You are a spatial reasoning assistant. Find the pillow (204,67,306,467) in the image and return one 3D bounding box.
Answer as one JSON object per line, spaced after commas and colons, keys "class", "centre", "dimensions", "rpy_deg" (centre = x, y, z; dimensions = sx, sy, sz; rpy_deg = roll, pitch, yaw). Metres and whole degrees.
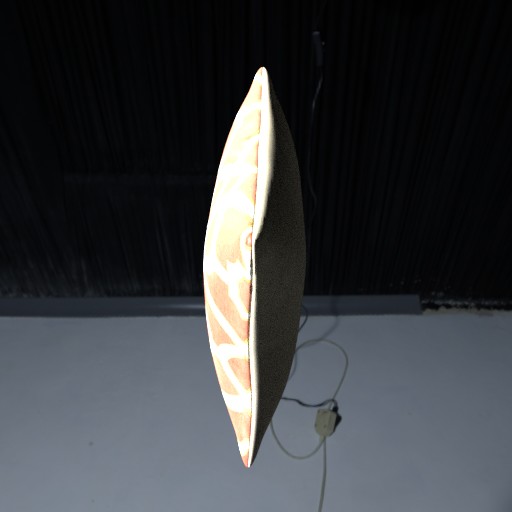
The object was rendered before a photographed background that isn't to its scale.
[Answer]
{"class": "pillow", "centre": [0.000, 0.000, 0.820], "dimensions": [0.166, 0.508, 0.552], "rpy_deg": [1, 40, 1]}
